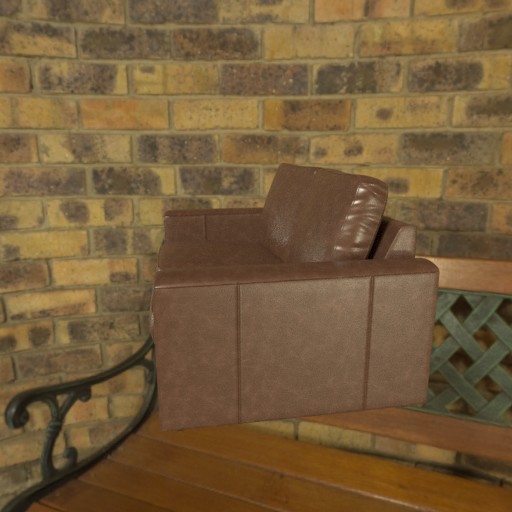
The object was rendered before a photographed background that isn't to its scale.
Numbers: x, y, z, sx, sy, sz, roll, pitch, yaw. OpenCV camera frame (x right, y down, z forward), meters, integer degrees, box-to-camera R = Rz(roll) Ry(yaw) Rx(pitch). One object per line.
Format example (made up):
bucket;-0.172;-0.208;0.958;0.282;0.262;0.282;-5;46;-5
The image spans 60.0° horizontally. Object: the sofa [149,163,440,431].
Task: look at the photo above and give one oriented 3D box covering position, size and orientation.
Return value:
sofa;0.000;0.000;2.239;1.016;0.873;1.616;-2;14;-10
